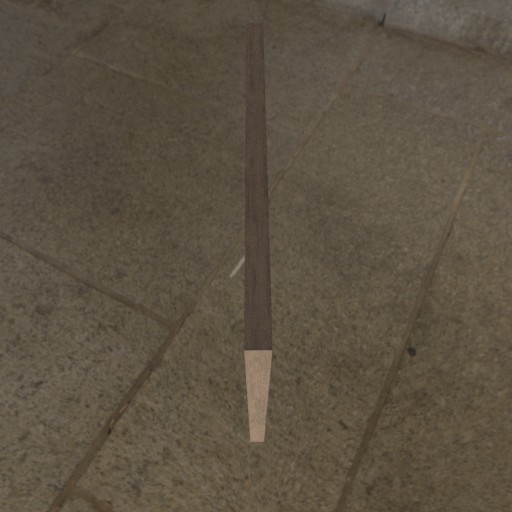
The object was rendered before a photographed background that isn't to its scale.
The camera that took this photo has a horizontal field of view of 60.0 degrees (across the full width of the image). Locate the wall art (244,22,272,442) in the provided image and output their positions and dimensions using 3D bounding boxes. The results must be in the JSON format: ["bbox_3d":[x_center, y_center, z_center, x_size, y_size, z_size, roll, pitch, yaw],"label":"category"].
[{"bbox_3d":[0.000,0.000,1.122,0.038,0.762,0.762,0,59,0],"label":"wall art"}]
